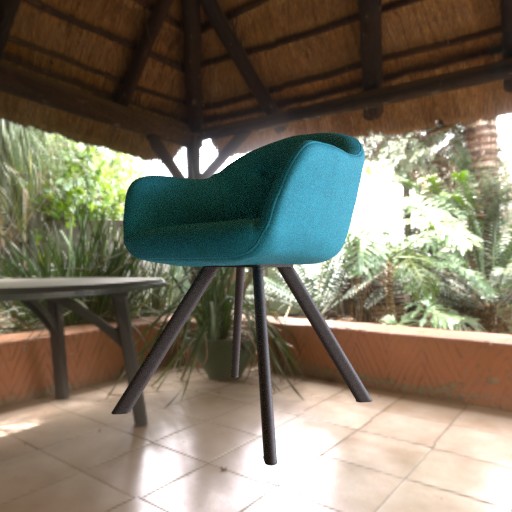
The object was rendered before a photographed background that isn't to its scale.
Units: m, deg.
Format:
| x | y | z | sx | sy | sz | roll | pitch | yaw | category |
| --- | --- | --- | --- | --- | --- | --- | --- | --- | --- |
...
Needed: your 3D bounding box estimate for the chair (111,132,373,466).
| x | y | z | sx | sy | sz | roll | pitch | yaw | category |
| --- | --- | --- | --- | --- | --- | --- | --- | --- | --- |
| 0.000 | 0.000 | 1.180 | 0.545 | 0.775 | 0.565 | -1 | -1 | 36 | chair |
